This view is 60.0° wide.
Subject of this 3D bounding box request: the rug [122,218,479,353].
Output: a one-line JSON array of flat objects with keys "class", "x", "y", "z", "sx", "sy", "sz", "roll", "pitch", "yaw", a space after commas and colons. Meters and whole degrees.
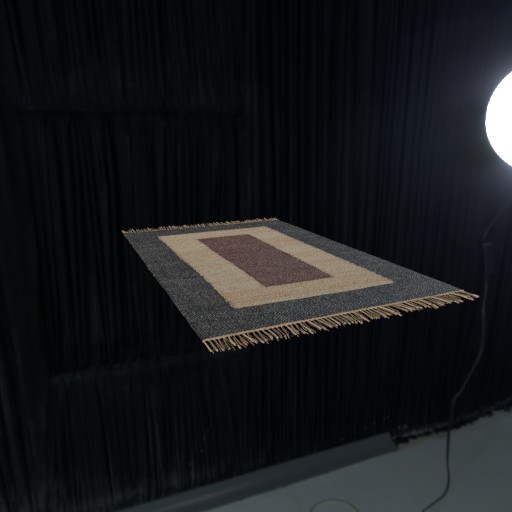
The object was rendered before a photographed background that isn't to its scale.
[{"class": "rug", "x": 0.000, "y": 0.000, "z": 2.550, "sx": 1.224, "sy": 0.027, "sz": 2.021, "roll": -7, "pitch": 17, "yaw": -23}]
